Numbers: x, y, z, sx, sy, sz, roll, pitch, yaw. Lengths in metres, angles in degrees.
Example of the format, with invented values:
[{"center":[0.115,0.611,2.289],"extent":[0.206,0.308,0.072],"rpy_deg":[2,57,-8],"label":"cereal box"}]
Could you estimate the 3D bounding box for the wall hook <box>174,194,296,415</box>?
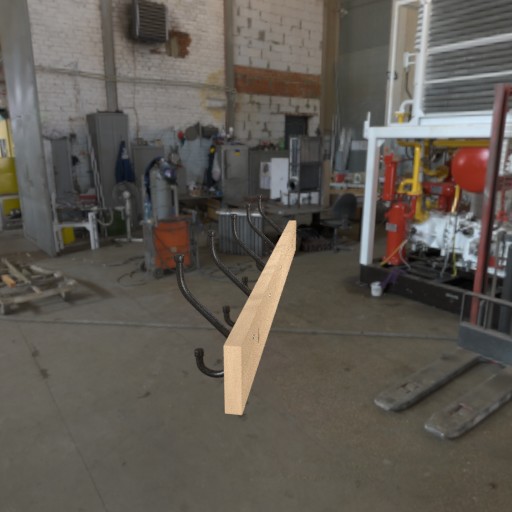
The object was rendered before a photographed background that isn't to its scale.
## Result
[{"center":[0.000,0.000,0.618],"extent":[0.071,0.117,0.571],"rpy_deg":[2,15,9],"label":"wall hook"}]
